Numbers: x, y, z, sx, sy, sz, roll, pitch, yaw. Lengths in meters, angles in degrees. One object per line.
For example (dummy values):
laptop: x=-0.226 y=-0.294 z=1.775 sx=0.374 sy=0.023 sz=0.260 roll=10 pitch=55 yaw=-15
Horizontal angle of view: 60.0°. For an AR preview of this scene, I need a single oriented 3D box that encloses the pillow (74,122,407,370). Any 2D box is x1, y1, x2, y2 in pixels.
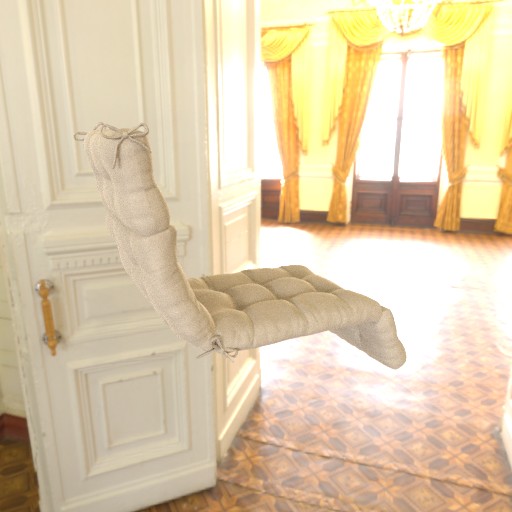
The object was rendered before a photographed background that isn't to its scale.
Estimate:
pillow: x=0.000 y=0.000 z=1.491 sx=1.016 sy=0.863 sz=0.526 roll=-8 pitch=17 yaw=-27
